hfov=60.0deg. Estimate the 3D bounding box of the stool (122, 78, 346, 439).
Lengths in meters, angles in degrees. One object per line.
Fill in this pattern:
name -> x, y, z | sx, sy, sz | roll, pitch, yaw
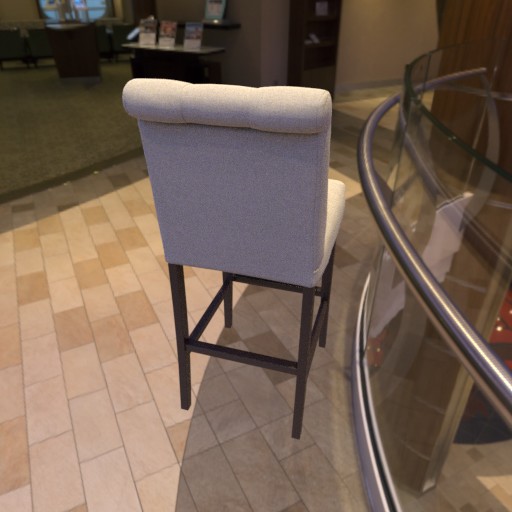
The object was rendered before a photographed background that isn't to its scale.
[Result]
stool -> 0.000, 0.000, 1.438 | 0.493, 1.140, 0.601 | 9, 32, 15
